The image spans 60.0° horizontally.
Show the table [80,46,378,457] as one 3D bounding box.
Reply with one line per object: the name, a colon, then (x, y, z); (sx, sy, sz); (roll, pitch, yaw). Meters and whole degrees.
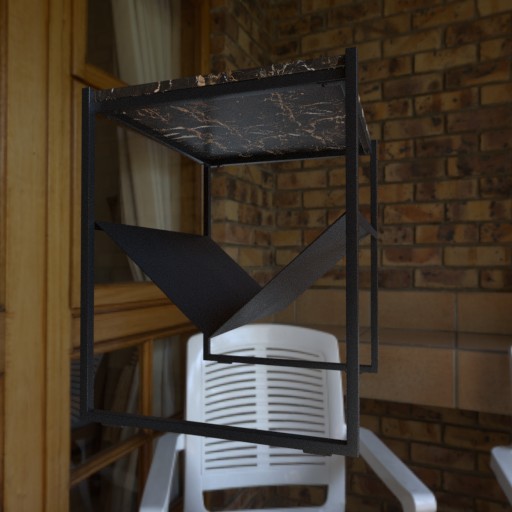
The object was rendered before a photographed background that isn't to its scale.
table: (0.000, 0.000, 0.858); (0.432, 0.534, 0.469); (0, -1, 18)
